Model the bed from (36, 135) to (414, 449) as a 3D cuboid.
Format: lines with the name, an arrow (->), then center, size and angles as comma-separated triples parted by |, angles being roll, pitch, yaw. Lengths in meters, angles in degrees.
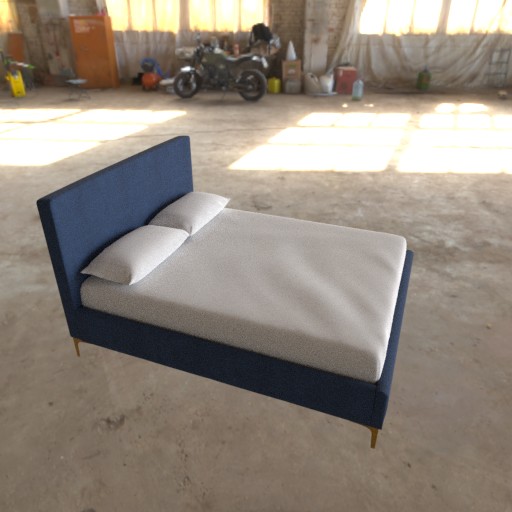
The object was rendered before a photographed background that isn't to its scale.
bed -> 0.000, 0.000, 3.270 | 2.172, 1.231, 1.723 | 11, 31, 19
